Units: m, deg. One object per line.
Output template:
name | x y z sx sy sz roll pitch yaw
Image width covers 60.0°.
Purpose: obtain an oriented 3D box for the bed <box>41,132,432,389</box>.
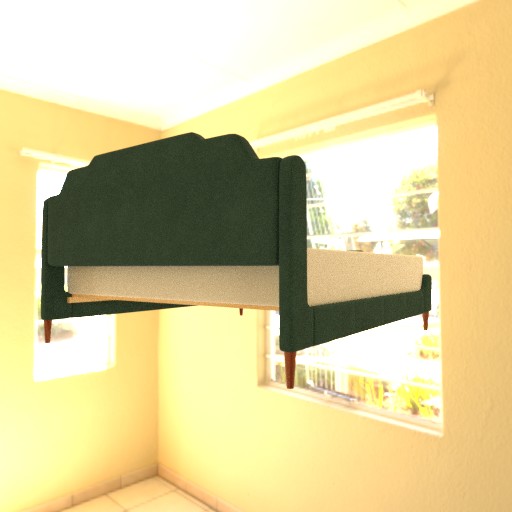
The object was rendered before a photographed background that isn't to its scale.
bed | 0.000 0.000 3.476 2.074 1.245 2.340 -1 -2 36
